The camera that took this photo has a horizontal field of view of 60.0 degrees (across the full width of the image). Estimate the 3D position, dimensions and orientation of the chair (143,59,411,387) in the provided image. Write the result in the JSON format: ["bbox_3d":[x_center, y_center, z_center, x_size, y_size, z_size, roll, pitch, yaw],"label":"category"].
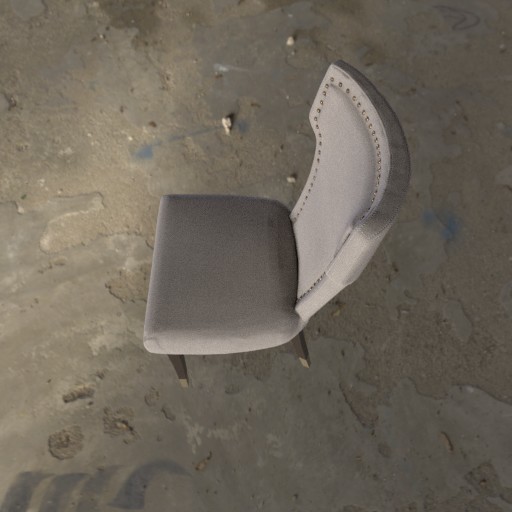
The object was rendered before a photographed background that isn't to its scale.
[{"bbox_3d":[0.000,0.000,1.304,0.630,0.950,0.526,-1,59,0],"label":"chair"}]
